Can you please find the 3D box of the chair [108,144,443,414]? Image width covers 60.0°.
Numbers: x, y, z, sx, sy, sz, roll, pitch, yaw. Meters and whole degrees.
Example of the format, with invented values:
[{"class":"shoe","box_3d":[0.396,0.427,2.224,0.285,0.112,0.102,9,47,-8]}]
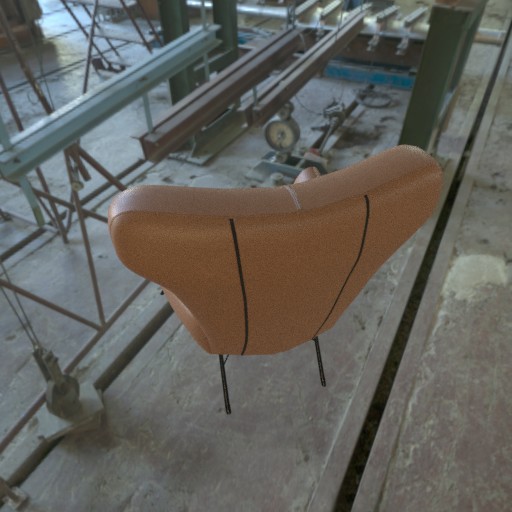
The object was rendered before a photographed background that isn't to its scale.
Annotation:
[{"class":"chair","box_3d":[0.000,0.000,1.757,0.980,1.050,0.900,-12,42,-13]}]
